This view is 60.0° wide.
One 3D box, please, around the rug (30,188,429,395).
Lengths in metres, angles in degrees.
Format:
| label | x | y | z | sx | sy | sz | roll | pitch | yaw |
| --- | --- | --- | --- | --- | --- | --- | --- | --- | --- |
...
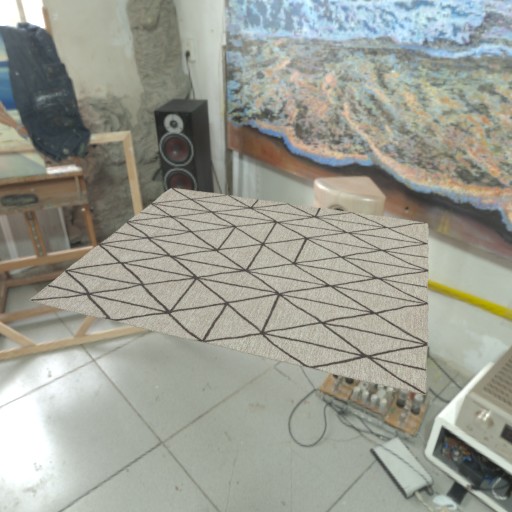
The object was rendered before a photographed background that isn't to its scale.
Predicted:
| label | x | y | z | sx | sy | sz | roll | pitch | yaw |
| --- | --- | --- | --- | --- | --- | --- | --- | --- | --- |
| rug | 0.000 | 0.000 | 4.139 | 3.061 | 0.022 | 2.468 | 10 | 33 | 16 |
